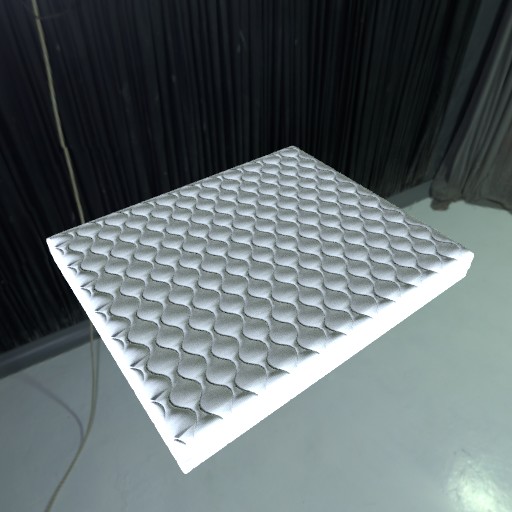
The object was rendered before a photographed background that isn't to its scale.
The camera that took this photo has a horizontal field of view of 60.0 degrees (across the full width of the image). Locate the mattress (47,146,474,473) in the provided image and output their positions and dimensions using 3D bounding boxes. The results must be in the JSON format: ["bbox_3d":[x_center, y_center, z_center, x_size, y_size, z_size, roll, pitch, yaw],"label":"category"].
[{"bbox_3d":[0.000,0.000,2.596,1.900,0.200,1.600,-26,48,-27],"label":"mattress"}]
